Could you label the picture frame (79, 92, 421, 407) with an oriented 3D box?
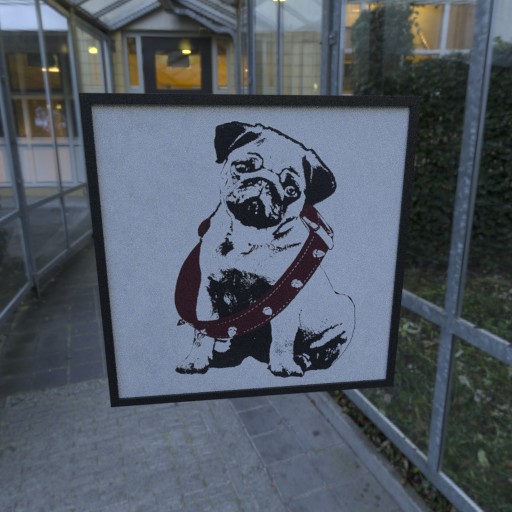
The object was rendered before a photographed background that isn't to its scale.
[{"bbox_3d":[0.000,0.000,0.465,0.317,0.317,0.030,-2,16,-7],"label":"picture frame"}]
